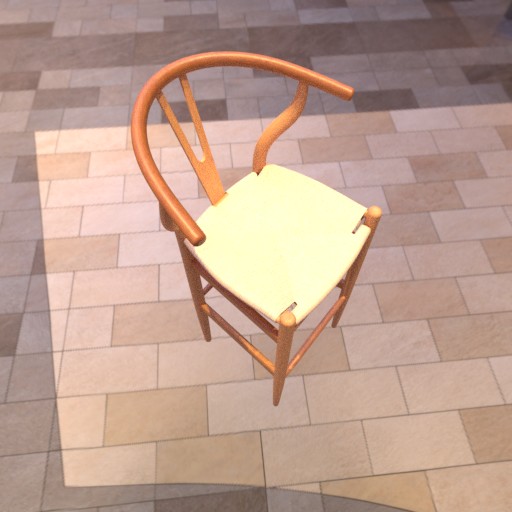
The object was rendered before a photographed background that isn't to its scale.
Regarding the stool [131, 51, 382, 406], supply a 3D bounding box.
[{"bbox_3d":[0.000,0.000,1.370,0.561,1.068,0.574,34,63,20],"label":"stool"}]
